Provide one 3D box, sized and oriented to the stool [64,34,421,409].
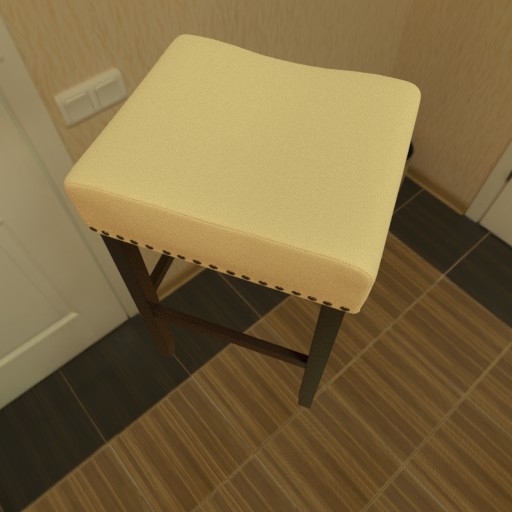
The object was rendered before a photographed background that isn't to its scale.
[{"bbox_3d":[0.000,0.000,1.008,0.471,0.762,0.401,17,59,11],"label":"stool"}]
